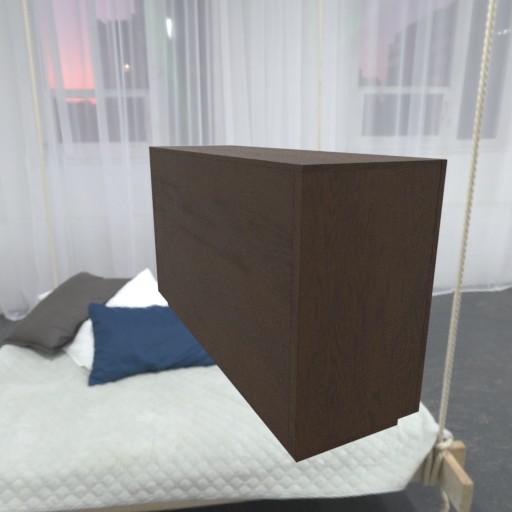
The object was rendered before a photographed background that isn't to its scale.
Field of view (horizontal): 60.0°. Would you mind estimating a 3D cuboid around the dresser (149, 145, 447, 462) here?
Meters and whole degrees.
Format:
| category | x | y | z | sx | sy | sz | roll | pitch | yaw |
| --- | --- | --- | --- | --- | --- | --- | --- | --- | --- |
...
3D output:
| category | x | y | z | sx | sy | sz | roll | pitch | yaw |
| --- | --- | --- | --- | --- | --- | --- | --- | --- | --- |
| dresser | 0.000 | 0.000 | 1.922 | 0.512 | 0.889 | 1.523 | -8 | 17 | -25 |
